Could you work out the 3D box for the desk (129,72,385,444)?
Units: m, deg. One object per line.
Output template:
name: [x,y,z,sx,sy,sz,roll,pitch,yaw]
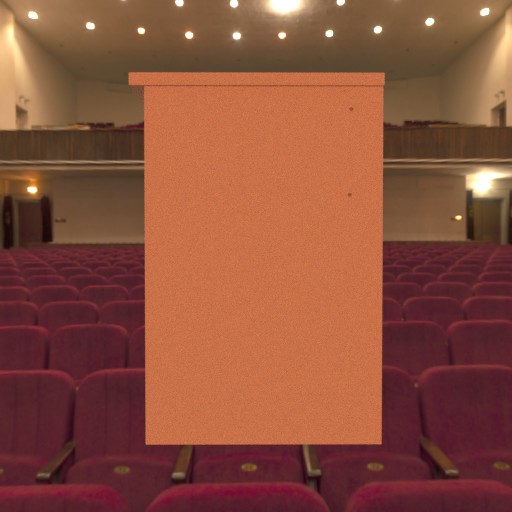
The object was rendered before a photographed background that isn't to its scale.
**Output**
desk: [0.000,0.000,1.317,0.498,0.729,0.900,0,1,0]
